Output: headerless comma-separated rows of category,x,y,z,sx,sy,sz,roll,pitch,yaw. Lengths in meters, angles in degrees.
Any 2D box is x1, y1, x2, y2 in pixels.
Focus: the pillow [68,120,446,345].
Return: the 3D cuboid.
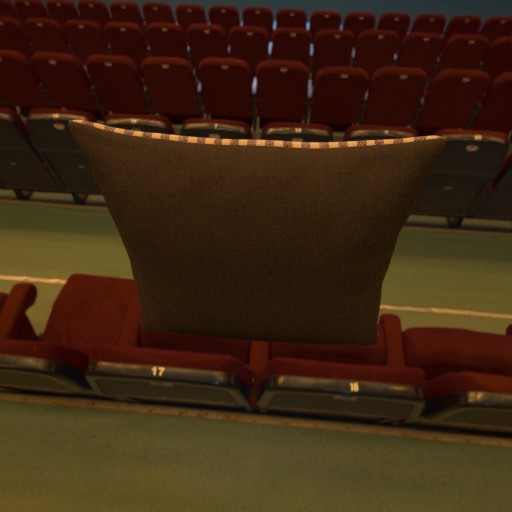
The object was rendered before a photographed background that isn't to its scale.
pillow,0.000,0.000,0.784,0.523,0.506,0.166,3,46,3
